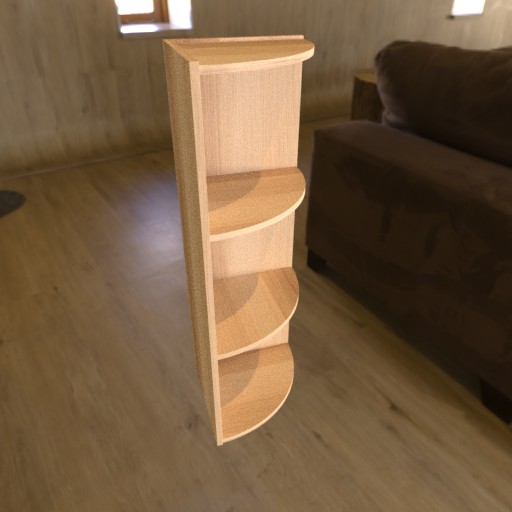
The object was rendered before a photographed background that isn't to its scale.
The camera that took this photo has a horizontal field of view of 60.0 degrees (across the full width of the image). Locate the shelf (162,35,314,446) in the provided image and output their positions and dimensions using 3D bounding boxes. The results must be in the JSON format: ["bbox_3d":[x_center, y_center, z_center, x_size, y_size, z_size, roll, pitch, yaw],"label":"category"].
[{"bbox_3d":[0.000,0.000,1.010,0.290,0.872,0.290,-9,33,-15],"label":"shelf"}]
